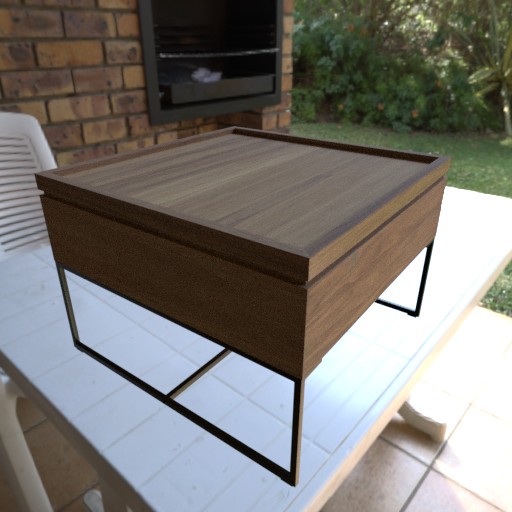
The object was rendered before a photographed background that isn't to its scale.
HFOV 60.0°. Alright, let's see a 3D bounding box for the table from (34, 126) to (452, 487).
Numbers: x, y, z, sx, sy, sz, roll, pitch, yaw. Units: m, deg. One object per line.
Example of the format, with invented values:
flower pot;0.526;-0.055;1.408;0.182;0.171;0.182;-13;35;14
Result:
table;0.000;0.000;1.110;0.676;0.464;0.679;18;32;32
